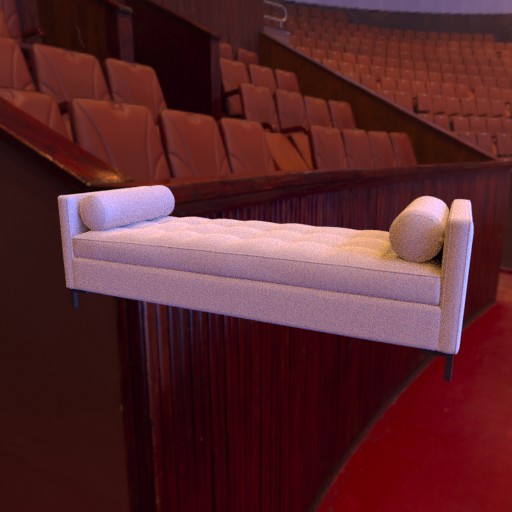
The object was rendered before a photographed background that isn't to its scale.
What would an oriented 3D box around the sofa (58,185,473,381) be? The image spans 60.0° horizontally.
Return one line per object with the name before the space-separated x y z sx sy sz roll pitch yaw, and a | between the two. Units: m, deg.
sofa | 0.000 0.000 2.313 1.985 0.641 0.746 6 15 24
